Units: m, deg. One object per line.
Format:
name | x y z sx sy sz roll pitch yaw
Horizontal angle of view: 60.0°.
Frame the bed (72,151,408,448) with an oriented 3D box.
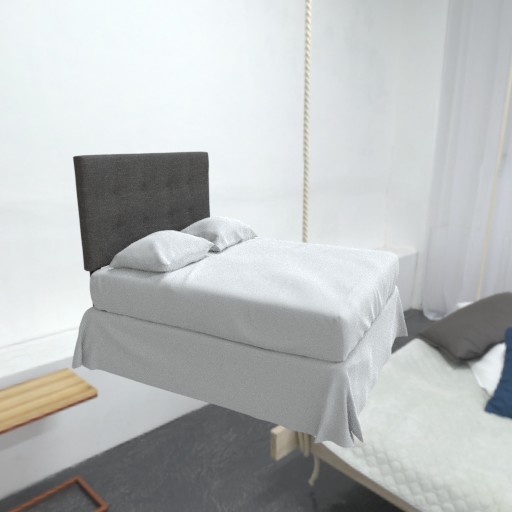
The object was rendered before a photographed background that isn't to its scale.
bed | 0.000 0.000 3.525 2.222 1.577 1.936 7 16 26
